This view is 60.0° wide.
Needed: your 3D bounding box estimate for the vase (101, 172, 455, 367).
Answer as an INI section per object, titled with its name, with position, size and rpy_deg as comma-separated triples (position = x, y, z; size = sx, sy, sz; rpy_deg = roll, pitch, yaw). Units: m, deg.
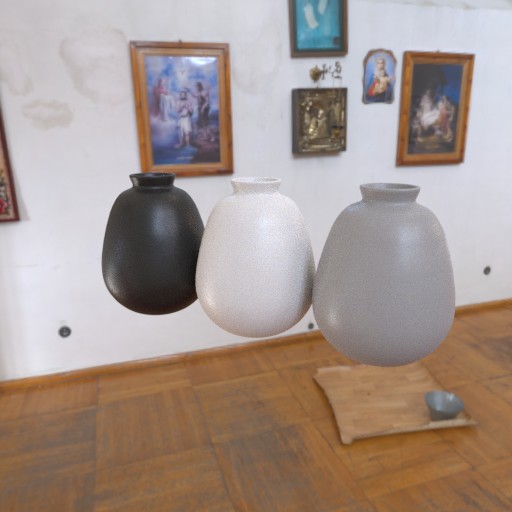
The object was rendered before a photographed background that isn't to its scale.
[vase]
position = 0.000, 0.000, 0.355
size = 0.297, 0.122, 0.097
rpy_deg = 8, 17, 26
